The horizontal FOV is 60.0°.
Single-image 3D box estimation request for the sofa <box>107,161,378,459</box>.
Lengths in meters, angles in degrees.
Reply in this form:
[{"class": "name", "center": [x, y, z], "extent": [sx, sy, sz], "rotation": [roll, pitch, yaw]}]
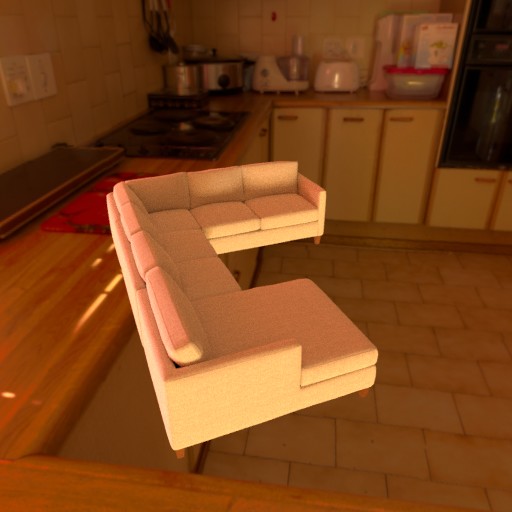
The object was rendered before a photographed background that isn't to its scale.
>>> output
[{"class": "sofa", "center": [0.000, 0.000, 4.548], "extent": [2.594, 0.961, 3.460], "rotation": [-11, 30, -19]}]
